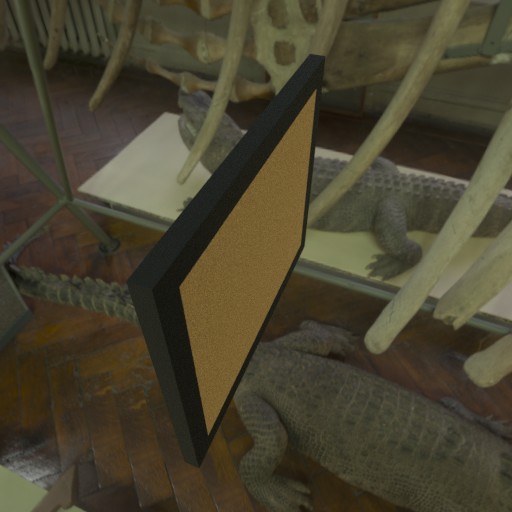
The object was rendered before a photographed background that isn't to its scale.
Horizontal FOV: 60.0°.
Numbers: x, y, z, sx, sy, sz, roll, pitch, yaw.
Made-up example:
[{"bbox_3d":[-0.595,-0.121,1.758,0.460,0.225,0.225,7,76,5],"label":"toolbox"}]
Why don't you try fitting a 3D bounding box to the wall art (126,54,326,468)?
[{"bbox_3d":[0.000,0.000,0.747,0.028,0.460,0.561,16,48,15],"label":"wall art"}]
